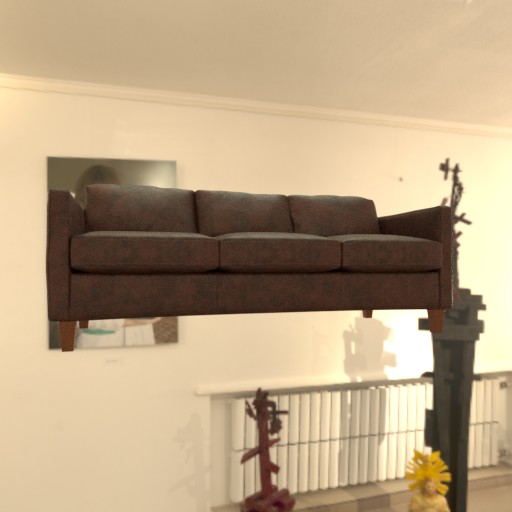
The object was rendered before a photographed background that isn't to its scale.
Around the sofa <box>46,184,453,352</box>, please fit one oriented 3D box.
[{"bbox_3d":[0.000,0.000,2.982,2.464,1.006,1.045,0,-1,-16],"label":"sofa"}]
